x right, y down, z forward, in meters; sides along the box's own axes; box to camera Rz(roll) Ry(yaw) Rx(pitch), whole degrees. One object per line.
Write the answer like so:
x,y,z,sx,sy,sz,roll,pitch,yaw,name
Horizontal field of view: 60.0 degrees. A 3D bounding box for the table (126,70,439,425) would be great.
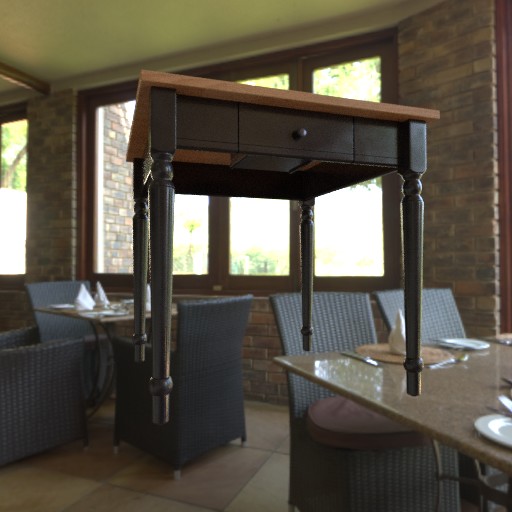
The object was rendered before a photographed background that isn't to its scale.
0.000,0.000,1.367,0.747,0.738,0.747,0,-2,-19,table
